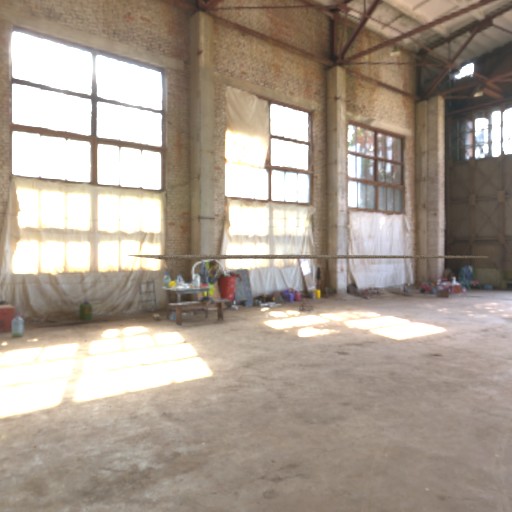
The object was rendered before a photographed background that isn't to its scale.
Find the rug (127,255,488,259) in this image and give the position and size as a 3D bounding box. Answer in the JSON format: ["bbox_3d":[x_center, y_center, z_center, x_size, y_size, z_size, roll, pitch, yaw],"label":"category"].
[{"bbox_3d":[0.000,0.000,2.331,1.220,0.007,1.828,0,0,-19],"label":"rug"}]
